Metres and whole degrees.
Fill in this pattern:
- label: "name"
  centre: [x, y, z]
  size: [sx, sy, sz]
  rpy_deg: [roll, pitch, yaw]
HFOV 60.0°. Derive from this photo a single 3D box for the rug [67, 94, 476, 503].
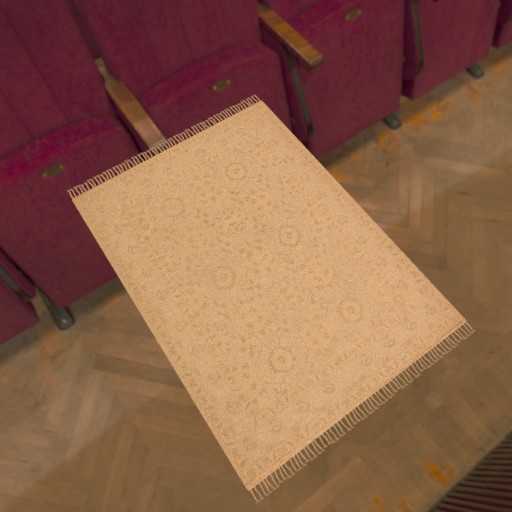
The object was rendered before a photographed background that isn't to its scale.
- label: "rug"
  centre: [0.000, 0.000, 2.195]
  size: [1.223, 0.015, 1.771]
  rpy_deg: [-32, 68, -14]
